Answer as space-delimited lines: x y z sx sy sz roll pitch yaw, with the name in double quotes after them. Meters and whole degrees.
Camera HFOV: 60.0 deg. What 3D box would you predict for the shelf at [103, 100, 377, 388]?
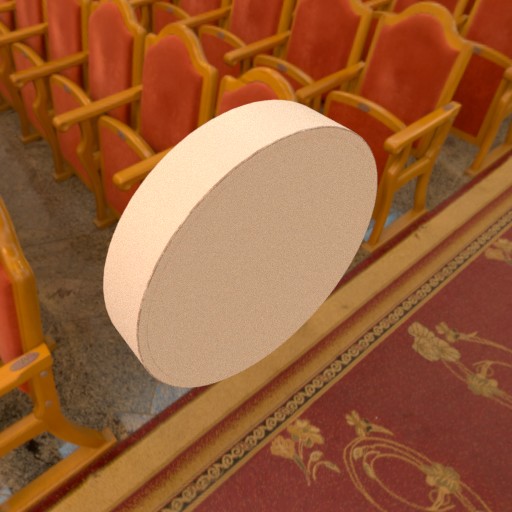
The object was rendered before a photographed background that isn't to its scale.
0.000 0.000 1.217 0.806 0.807 0.158 -31 54 -26 "shelf"
